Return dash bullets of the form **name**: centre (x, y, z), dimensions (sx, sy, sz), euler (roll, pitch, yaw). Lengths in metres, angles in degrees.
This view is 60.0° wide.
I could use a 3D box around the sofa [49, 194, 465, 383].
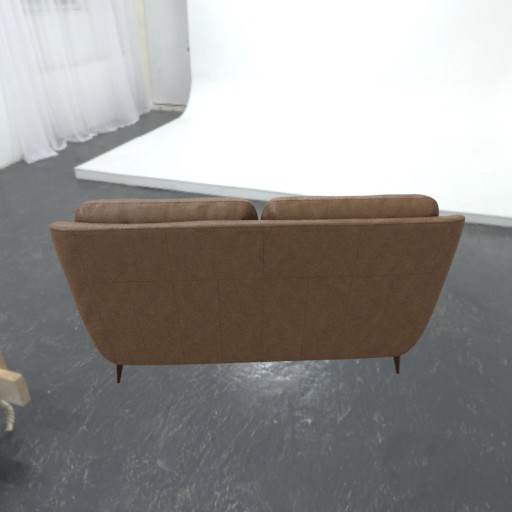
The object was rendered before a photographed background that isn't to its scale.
- **sofa**: centre (0.000, 0.000, 2.286), dimensions (1.731, 0.886, 0.981), euler (-1, 29, -2)
